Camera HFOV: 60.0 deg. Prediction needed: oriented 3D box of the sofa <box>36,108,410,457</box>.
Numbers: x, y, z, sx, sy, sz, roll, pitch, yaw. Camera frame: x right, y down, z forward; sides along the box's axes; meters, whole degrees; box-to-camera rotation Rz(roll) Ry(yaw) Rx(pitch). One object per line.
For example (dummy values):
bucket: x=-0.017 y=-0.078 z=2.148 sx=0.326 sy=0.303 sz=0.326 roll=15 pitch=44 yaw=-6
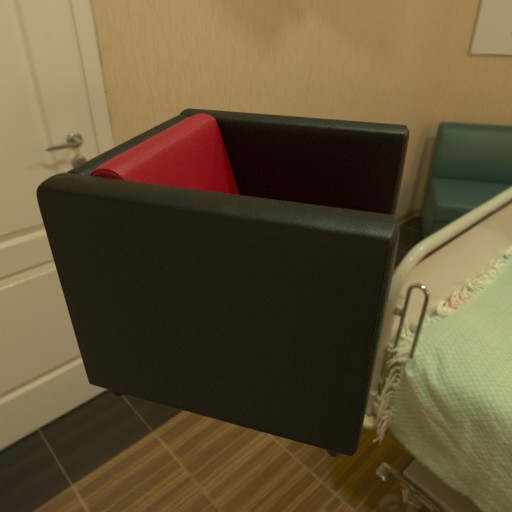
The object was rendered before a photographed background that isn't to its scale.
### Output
sofa: x=0.000 y=0.000 z=1.409 sx=0.809 sy=0.724 sz=0.839 roll=9 pitch=32 yaw=15
